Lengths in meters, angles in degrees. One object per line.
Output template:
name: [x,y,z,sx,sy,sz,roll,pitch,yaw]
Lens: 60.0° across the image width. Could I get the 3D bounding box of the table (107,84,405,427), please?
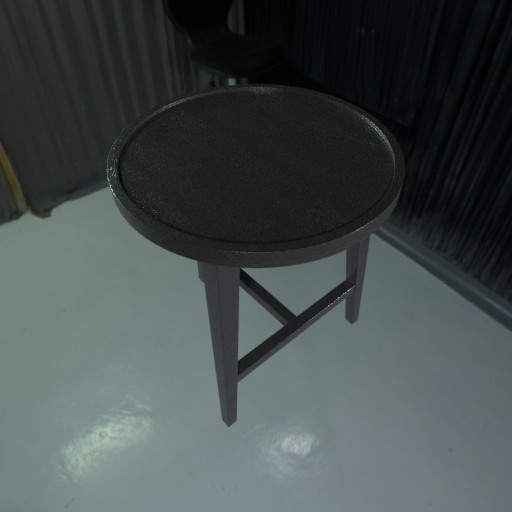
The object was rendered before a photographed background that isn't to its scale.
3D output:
table: [0.000,0.000,0.953,0.500,0.531,0.500,0,46,0]
